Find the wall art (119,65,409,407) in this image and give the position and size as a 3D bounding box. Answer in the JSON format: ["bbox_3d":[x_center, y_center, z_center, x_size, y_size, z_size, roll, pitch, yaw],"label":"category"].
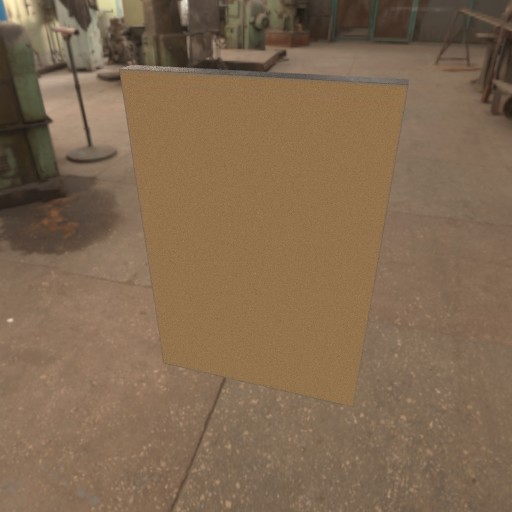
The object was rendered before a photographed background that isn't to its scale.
[{"bbox_3d":[0.000,0.000,0.593,0.313,0.457,0.031,9,33,14],"label":"wall art"}]
